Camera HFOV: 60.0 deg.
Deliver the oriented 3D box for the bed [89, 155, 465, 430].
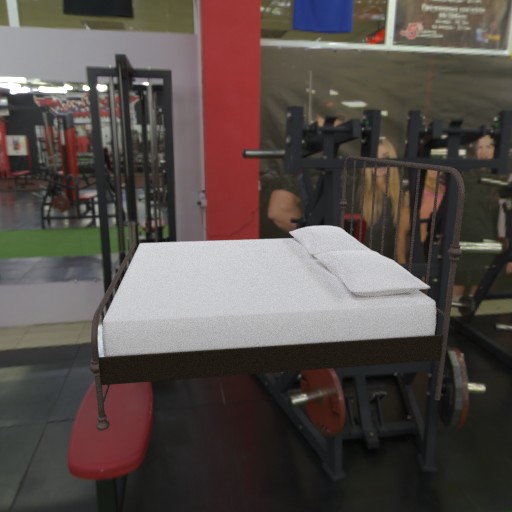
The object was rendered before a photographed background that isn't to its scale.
[{"bbox_3d":[0.000,0.000,3.442,2.134,1.446,2.044,-2,15,-8],"label":"bed"}]
